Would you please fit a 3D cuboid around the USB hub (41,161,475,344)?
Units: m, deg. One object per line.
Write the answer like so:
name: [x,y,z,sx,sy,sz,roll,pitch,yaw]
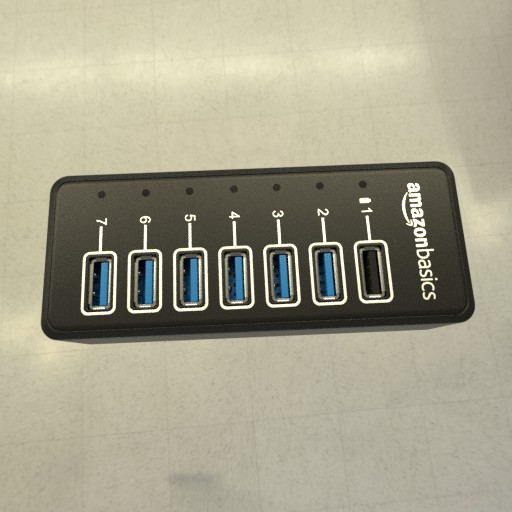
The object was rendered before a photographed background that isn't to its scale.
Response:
USB hub: [0.000,0.000,0.126,0.110,0.023,0.044,-2,76,-1]
